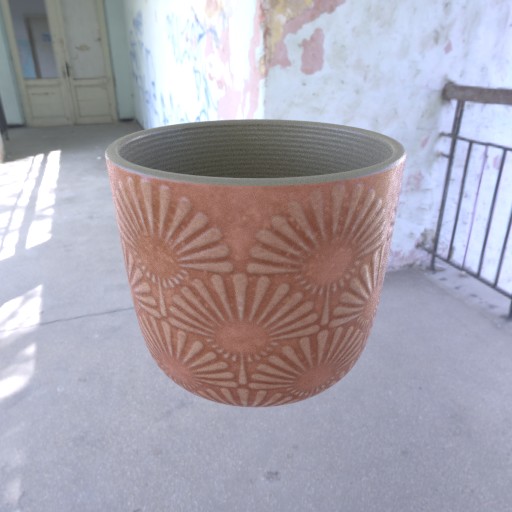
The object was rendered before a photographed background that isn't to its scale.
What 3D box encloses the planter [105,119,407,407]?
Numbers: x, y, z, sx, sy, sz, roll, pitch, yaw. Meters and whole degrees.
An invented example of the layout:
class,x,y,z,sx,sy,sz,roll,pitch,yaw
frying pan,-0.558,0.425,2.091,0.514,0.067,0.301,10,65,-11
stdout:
class,x,y,z,sx,sy,sz,roll,pitch,yaw
planter,0.000,0.000,0.213,0.124,0.109,0.124,0,26,0
